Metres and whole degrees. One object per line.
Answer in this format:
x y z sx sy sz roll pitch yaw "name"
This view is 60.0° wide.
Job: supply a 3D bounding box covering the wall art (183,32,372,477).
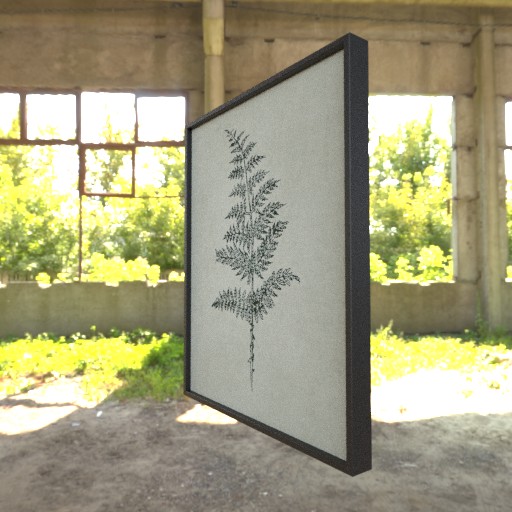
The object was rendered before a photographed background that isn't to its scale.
0.000 0.000 0.744 0.039 0.555 0.449 1 -2 -36 "wall art"
